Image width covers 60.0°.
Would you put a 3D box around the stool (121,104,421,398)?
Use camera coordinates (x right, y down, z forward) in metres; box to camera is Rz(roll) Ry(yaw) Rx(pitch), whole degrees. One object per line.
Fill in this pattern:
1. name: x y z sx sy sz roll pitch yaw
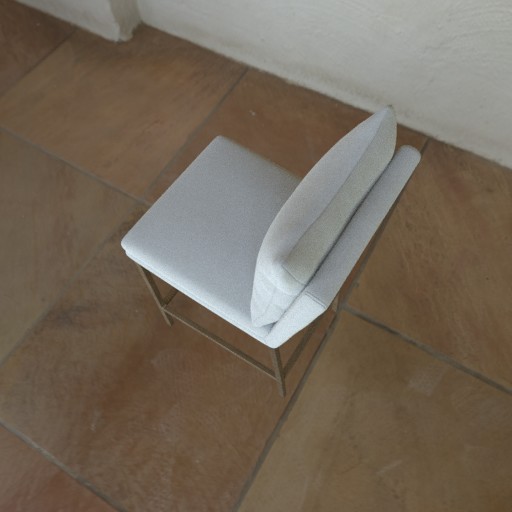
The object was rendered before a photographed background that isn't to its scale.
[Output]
1. stool: 0.000 0.000 1.318 0.572 1.032 0.463 30 67 14
